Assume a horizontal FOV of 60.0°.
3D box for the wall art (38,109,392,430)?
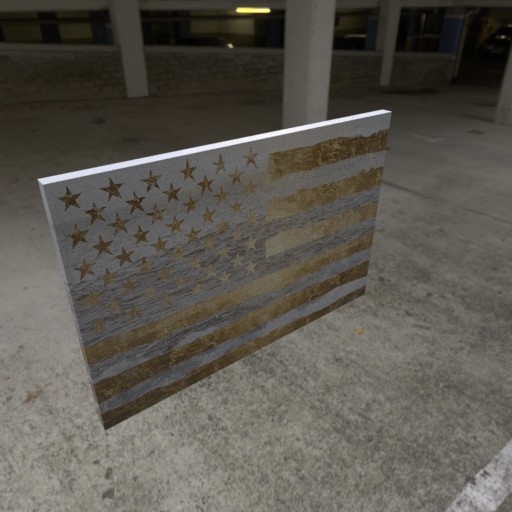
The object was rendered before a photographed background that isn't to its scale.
[{"bbox_3d":[0.000,0.000,1.424,1.145,0.762,0.041,-21,36,-32],"label":"wall art"}]
